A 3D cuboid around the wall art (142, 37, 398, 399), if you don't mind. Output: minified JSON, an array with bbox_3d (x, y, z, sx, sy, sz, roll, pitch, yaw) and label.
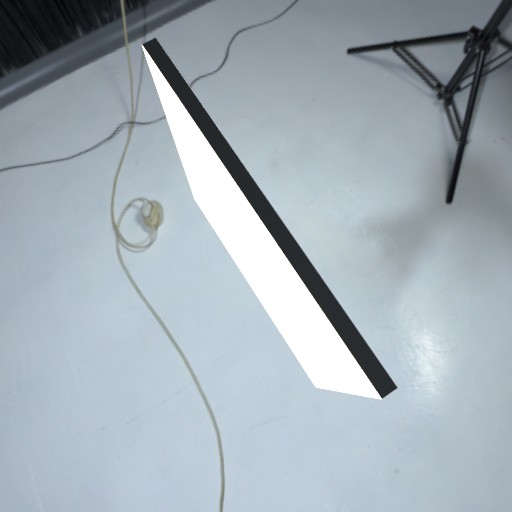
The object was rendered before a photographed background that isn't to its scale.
[{"bbox_3d":[0.000,0.000,1.146,0.031,0.775,0.773,-32,77,-8],"label":"wall art"}]
